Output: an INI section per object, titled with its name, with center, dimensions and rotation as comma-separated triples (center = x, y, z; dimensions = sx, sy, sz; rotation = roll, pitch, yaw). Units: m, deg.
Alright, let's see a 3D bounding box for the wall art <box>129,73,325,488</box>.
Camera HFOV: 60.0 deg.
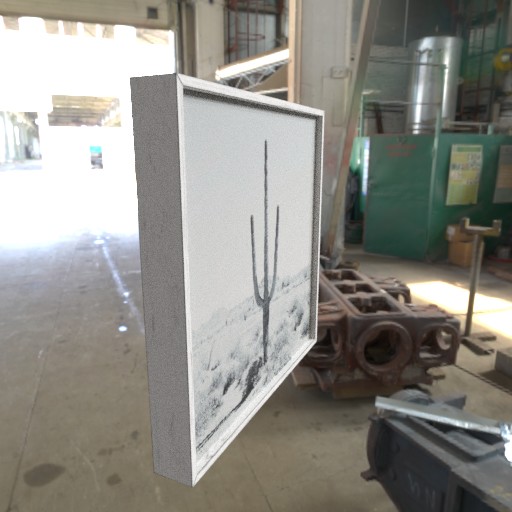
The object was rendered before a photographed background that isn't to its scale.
[wall art]
center = 0.000, 0.000, 0.454
dimensions = 0.038, 0.305, 0.305
rotation = 6, 15, 25
